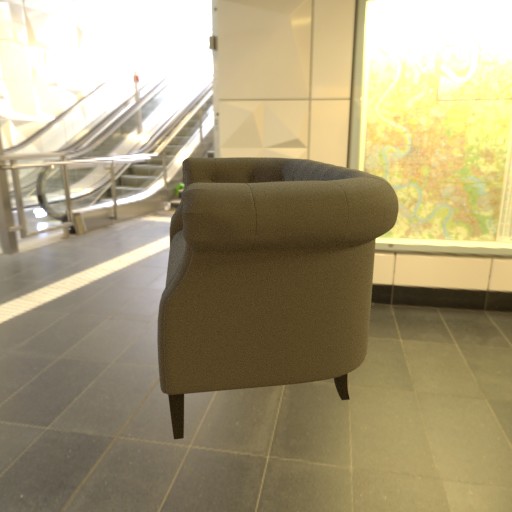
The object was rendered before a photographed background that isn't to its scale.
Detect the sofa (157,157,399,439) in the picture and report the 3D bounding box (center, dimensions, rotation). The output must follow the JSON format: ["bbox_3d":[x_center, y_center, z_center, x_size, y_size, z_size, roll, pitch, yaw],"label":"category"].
[{"bbox_3d":[0.000,0.000,2.040,0.835,0.827,1.558,-2,16,-9],"label":"sofa"}]
